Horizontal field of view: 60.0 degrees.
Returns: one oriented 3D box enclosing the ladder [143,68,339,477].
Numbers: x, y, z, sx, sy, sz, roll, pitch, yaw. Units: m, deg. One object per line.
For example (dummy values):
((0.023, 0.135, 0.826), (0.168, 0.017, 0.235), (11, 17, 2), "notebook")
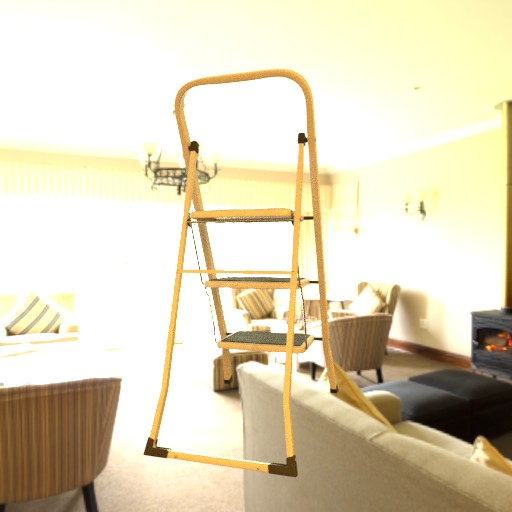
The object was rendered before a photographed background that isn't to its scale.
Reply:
((0.000, 0.000, 1.440), (0.460, 1.050, 0.711), (0, 1, 16), "ladder")
